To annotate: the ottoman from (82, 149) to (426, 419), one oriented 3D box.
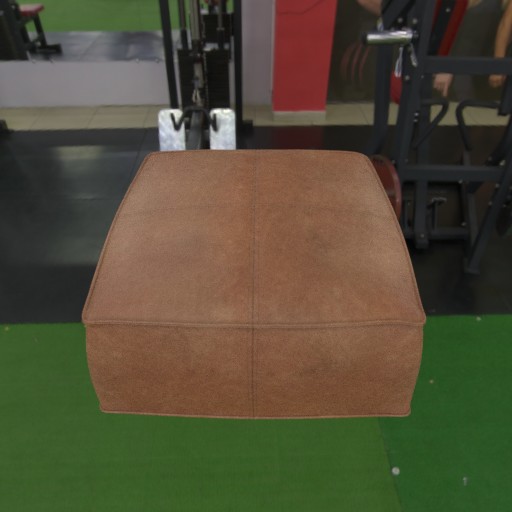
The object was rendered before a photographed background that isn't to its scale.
[{"bbox_3d":[0.000,0.000,1.403,0.901,0.395,0.902,0,41,0],"label":"ottoman"}]
